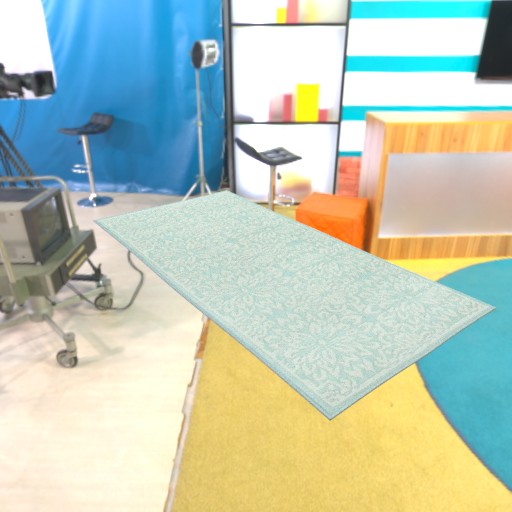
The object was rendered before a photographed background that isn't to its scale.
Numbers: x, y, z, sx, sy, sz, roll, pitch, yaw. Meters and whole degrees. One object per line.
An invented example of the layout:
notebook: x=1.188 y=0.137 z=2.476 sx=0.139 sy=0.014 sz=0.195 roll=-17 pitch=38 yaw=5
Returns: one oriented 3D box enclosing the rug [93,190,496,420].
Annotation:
rug: x=0.000 y=0.000 z=1.395 sx=0.604 sy=0.007 sz=1.219 roll=-19 pitch=32 yaw=-33
